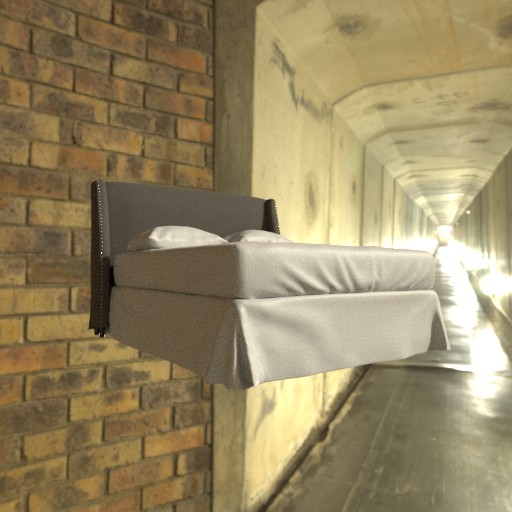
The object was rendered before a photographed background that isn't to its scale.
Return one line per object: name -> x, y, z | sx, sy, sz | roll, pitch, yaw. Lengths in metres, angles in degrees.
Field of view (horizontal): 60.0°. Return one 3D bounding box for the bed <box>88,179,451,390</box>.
bed -> 0.000, 0.000, 3.422 | 1.925, 1.332, 2.276 | 1, -2, -35
